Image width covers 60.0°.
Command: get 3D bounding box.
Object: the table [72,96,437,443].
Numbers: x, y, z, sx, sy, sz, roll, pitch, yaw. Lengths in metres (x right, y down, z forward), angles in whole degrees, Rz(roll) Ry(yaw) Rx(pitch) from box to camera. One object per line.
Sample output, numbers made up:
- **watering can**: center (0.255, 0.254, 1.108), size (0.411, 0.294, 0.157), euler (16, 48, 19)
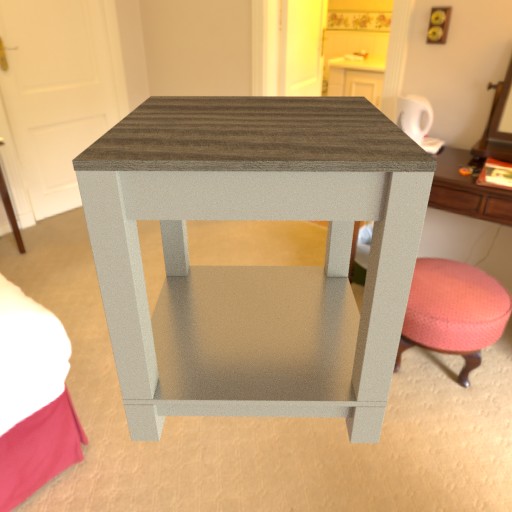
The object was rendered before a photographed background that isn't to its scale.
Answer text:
- **table**: center (0.000, 0.000, 0.978), size (0.506, 0.587, 0.504), euler (0, 29, 1)
